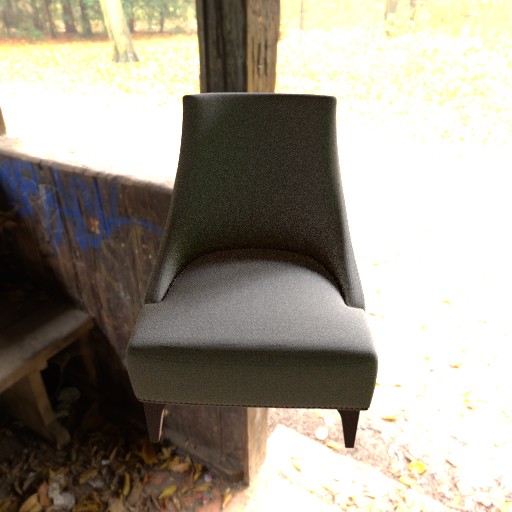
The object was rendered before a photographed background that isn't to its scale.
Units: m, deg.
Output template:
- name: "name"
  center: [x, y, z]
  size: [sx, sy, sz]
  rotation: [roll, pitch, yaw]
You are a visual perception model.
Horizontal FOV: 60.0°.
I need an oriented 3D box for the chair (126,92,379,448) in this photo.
- name: "chair"
  center: [0.000, 0.000, 1.486]
  size: [0.701, 0.909, 0.861]
  rotation: [1, 30, 2]
